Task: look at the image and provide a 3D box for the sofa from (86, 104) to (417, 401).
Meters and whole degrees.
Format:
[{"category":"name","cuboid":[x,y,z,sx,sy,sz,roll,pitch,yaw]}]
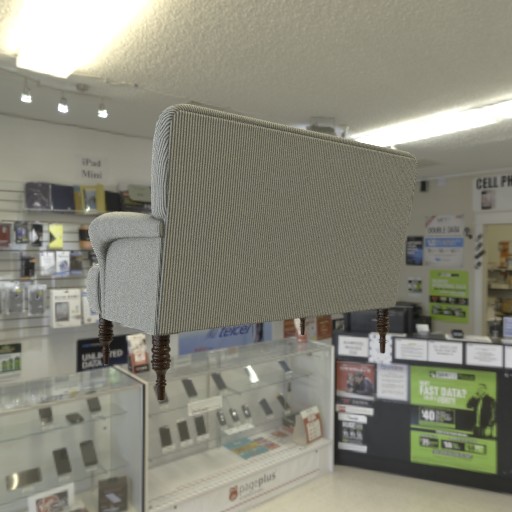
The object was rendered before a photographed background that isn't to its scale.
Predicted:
[{"category":"sofa","cuboid":[0.000,0.000,1.885,1.297,0.889,0.779,0,1,-36]}]
